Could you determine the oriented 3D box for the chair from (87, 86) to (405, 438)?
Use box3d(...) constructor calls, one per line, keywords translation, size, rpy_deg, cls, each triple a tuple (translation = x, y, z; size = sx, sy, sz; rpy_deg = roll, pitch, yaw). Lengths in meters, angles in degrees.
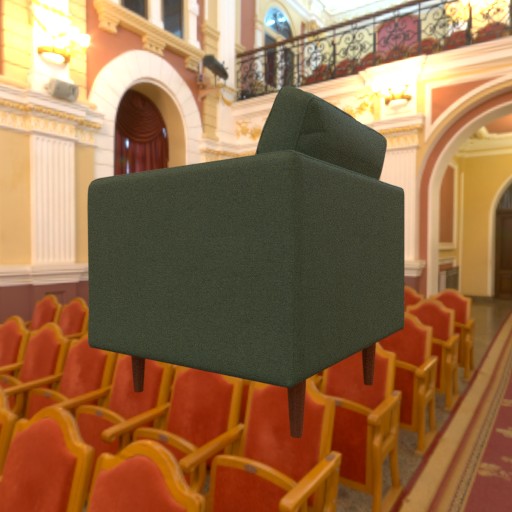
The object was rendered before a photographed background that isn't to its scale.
box3d(translation=(0.000, 0.000, 1.548), size=(0.800, 0.927, 0.855), rpy_deg=(1, 2, 35), cls="chair")
